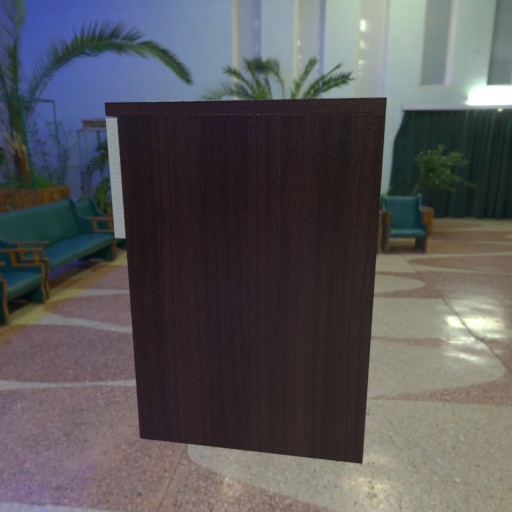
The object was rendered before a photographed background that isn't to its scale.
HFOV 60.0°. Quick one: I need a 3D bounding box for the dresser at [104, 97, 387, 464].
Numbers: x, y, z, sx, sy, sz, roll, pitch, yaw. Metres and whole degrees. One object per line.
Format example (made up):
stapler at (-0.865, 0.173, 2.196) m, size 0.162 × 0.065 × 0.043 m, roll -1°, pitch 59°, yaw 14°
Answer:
dresser at (0.000, 0.000, 0.763) m, size 0.360 × 0.470 × 0.400 m, roll 2°, pitch 14°, yaw 9°
